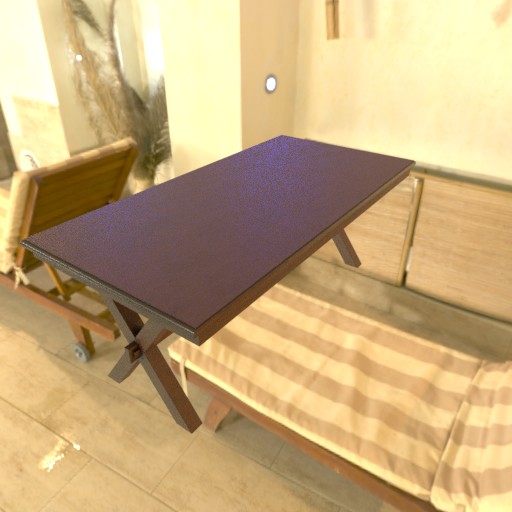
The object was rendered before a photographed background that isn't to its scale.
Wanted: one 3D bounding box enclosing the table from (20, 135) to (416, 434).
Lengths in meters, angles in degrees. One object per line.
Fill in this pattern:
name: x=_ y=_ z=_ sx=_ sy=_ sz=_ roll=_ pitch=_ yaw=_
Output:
table: x=0.000 y=0.000 z=1.489 sx=0.594 sy=0.459 sz=1.197 roll=20 pitch=36 yaw=30
